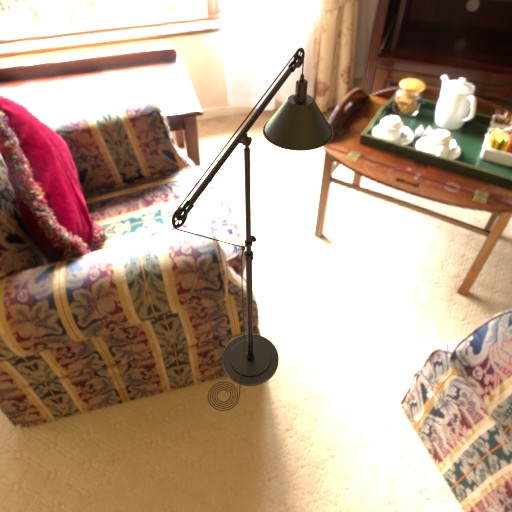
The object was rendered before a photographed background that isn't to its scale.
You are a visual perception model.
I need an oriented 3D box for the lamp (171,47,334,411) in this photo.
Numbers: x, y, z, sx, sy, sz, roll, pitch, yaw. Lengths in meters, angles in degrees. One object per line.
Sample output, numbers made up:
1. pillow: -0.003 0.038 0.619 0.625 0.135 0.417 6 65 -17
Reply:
1. lamp: 0.000 0.000 1.977 0.319 1.626 0.904 26 51 23
